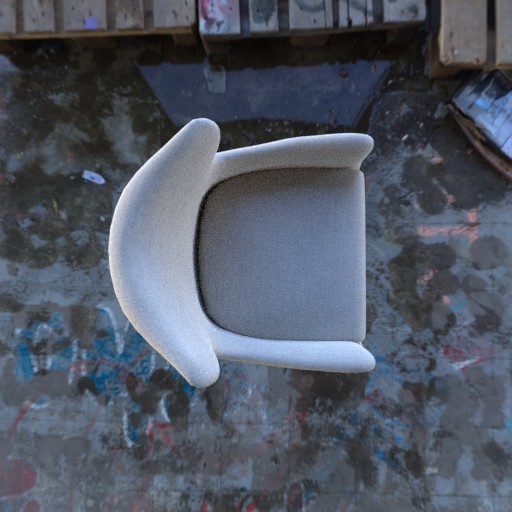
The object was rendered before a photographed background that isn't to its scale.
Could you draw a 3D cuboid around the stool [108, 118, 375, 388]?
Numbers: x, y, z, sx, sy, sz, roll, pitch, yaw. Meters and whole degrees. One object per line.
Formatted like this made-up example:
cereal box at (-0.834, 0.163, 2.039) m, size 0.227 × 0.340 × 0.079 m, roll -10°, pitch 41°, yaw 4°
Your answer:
stool at (0.000, 0.000, 1.427) m, size 0.637 × 0.987 × 0.615 m, roll 0°, pitch 88°, yaw 1°
